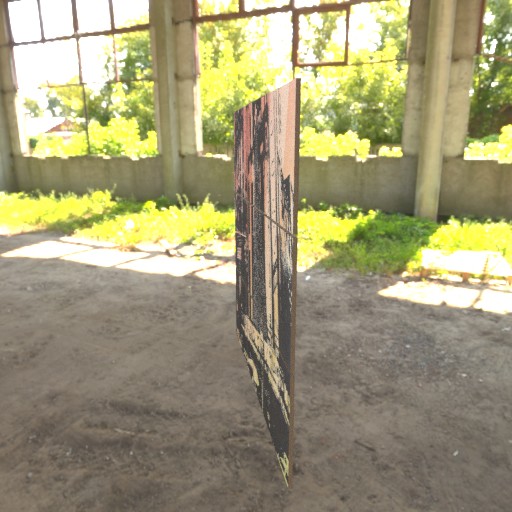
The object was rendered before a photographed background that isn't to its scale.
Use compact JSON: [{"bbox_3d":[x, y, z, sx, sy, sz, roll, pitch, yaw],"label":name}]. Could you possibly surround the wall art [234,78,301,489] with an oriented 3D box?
[{"bbox_3d":[0.000,0.000,1.383,0.010,0.917,0.919,-2,14,-10],"label":"wall art"}]
